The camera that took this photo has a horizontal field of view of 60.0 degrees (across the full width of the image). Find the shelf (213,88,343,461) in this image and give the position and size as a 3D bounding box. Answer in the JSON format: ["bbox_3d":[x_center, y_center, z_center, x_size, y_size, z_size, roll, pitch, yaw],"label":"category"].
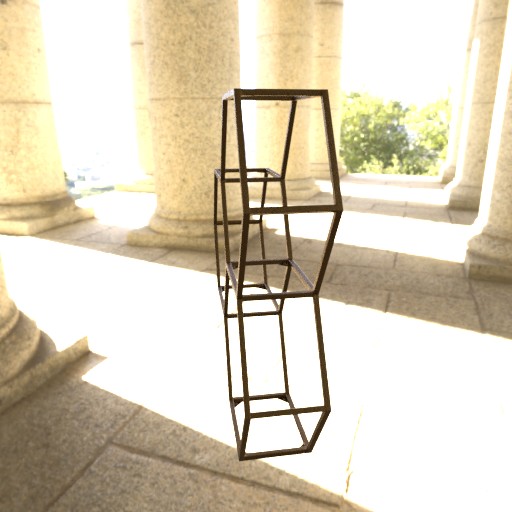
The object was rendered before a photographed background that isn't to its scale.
[{"bbox_3d":[0.000,0.000,1.034,0.150,0.701,0.708,-3,17,-9],"label":"shelf"}]
